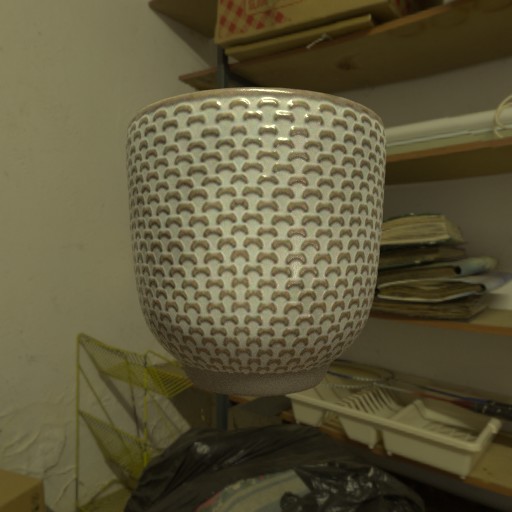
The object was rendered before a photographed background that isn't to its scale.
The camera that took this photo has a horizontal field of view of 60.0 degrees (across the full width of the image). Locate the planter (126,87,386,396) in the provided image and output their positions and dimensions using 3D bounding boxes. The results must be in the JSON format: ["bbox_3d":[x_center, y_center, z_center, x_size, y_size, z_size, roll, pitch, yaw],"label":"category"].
[{"bbox_3d":[0.000,0.000,0.347,0.197,0.191,0.197,0,-1,0],"label":"planter"}]
